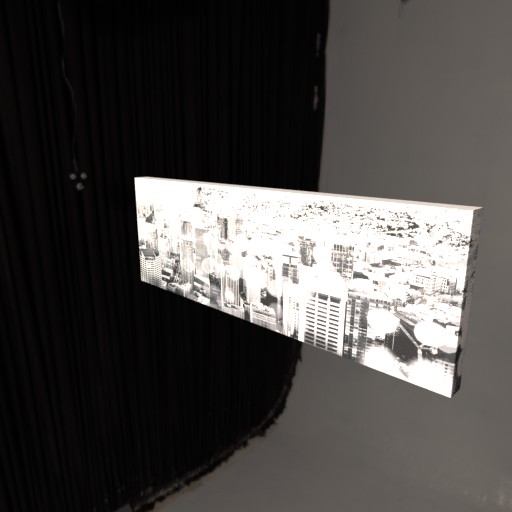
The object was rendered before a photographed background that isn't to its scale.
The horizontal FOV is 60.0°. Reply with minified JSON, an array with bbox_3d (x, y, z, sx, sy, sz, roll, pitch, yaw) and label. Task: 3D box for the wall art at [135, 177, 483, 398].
[{"bbox_3d":[0.000,0.000,0.835,0.763,0.255,0.038,13,19,42],"label":"wall art"}]
